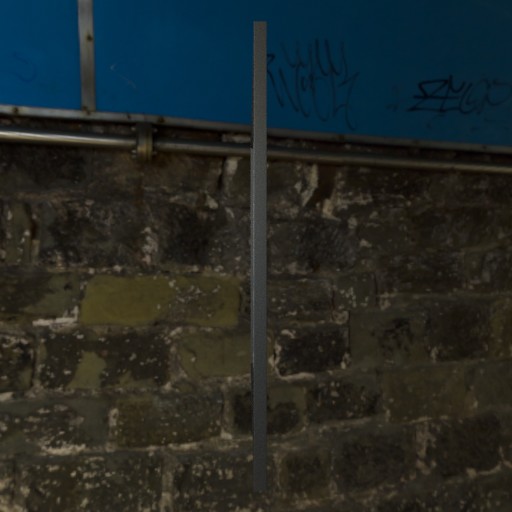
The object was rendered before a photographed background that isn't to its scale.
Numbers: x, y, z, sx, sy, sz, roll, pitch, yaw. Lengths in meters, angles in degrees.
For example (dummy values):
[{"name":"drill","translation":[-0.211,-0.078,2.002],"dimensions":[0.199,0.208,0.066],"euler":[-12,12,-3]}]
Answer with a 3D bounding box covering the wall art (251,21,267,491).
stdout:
[{"name":"wall art","translation":[0.000,0.000,1.166],"dimensions":[0.022,0.807,0.807],"euler":[0,0,-1]}]
